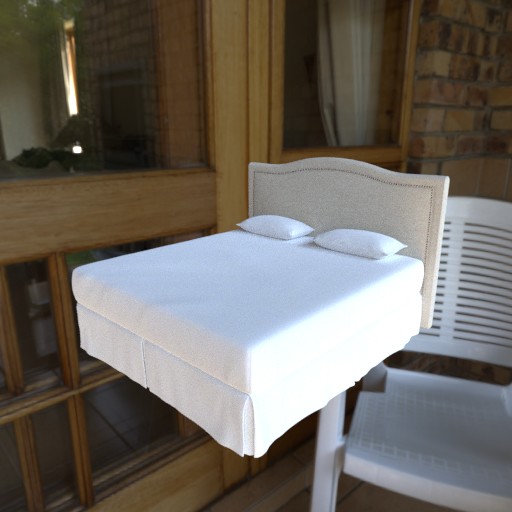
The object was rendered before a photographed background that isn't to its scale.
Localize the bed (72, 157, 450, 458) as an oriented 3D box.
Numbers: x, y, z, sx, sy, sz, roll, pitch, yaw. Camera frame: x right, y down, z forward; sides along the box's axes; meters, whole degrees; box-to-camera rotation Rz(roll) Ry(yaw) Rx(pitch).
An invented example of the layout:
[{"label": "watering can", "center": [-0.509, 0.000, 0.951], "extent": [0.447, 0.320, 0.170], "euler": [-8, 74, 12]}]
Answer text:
[{"label": "bed", "center": [0.000, 0.000, 3.495], "extent": [2.083, 1.421, 2.182], "euler": [14, 22, 41]}]
